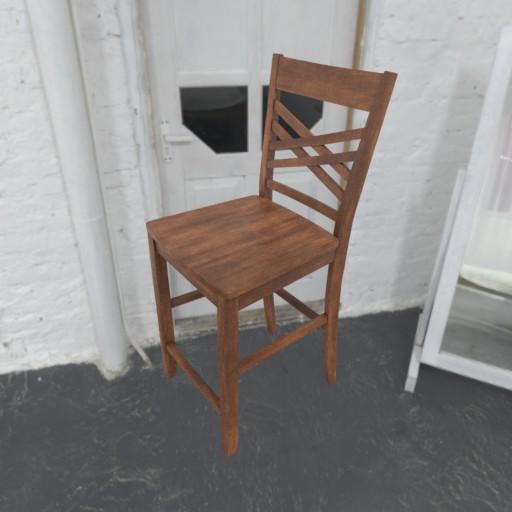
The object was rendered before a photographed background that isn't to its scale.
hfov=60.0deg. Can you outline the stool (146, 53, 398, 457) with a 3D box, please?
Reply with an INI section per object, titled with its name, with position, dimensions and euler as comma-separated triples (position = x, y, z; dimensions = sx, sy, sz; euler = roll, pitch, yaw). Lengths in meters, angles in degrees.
[stool]
position = 0.000, 0.000, 1.375
dimensions = 0.539, 1.079, 0.462
euler = -21, 37, -31
